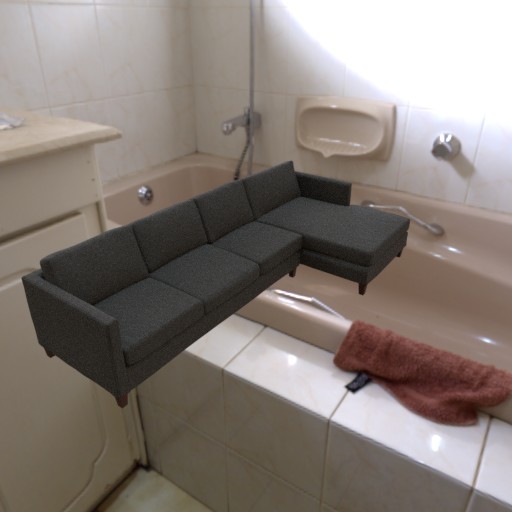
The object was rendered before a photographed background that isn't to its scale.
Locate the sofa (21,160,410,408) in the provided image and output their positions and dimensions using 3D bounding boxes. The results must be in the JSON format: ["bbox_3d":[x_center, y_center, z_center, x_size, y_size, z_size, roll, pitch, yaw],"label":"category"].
[{"bbox_3d":[0.000,0.000,3.805,1.625,0.846,3.186,19,33,32],"label":"sofa"}]
